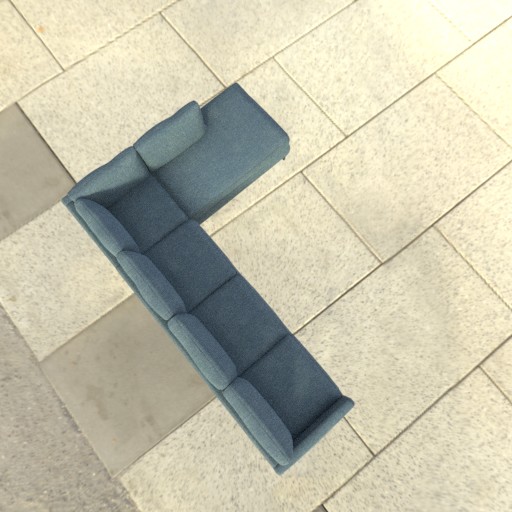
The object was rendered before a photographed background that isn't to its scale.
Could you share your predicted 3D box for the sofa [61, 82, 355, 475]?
[{"bbox_3d":[0.000,0.000,3.916,2.007,0.815,2.949,-39,79,-9],"label":"sofa"}]
